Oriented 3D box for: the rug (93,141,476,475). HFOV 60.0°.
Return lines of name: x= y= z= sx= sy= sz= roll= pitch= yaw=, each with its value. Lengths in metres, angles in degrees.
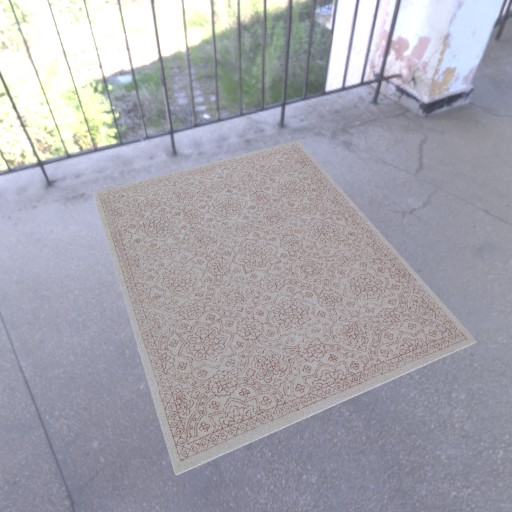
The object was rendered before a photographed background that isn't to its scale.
rug: x=0.000 y=0.000 z=4.078 sx=2.441 sy=0.015 sz=3.050 roll=-18 pitch=50 yaw=-16
